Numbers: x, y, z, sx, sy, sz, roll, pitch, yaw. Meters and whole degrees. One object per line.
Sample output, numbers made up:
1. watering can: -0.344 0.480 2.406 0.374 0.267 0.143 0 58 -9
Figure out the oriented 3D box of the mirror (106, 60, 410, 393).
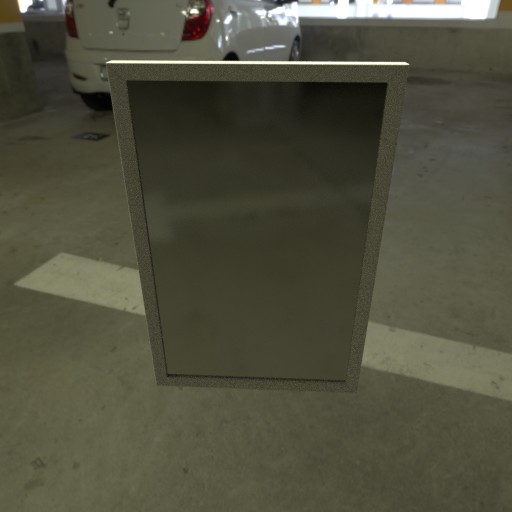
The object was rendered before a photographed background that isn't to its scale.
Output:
1. mirror: 0.000 0.000 1.134 0.609 0.914 0.041 1 30 2
